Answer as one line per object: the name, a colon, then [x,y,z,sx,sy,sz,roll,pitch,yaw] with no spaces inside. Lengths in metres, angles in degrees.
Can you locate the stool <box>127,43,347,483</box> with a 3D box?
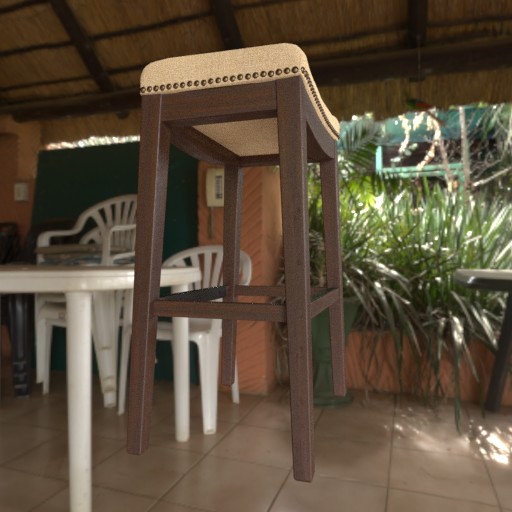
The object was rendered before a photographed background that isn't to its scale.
stool: [0.000,0.000,1.043,0.363,0.768,0.509,0,0,18]
